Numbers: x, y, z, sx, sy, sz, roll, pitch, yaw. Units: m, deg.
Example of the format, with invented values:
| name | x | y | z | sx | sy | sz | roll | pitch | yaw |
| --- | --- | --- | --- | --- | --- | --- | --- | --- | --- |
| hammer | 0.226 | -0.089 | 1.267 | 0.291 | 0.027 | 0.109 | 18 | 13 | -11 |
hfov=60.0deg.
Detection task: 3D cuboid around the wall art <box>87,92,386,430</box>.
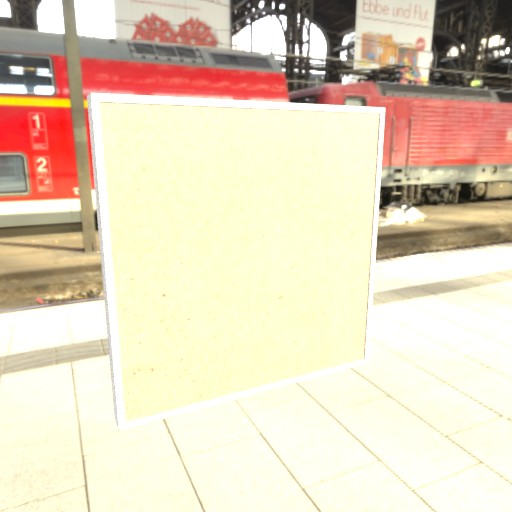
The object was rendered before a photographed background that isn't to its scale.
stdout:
| name | x | y | z | sx | sy | sz | roll | pitch | yaw |
| --- | --- | --- | --- | --- | --- | --- | --- | --- | --- |
| wall art | 0.000 | 0.000 | 0.772 | 0.508 | 0.508 | 0.038 | -7 | 15 | -26 |
